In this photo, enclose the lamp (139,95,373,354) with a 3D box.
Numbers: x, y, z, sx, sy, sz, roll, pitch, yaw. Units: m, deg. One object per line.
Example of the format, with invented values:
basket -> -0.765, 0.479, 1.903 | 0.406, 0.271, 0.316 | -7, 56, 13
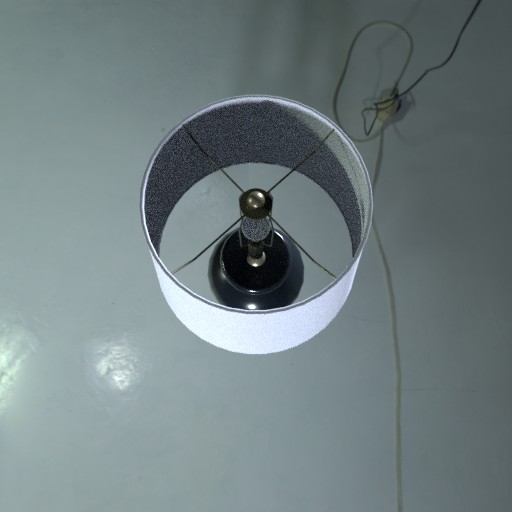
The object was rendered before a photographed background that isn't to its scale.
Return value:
lamp -> 0.000, 0.000, 0.550 | 0.239, 0.399, 0.239 | 0, 76, 0
